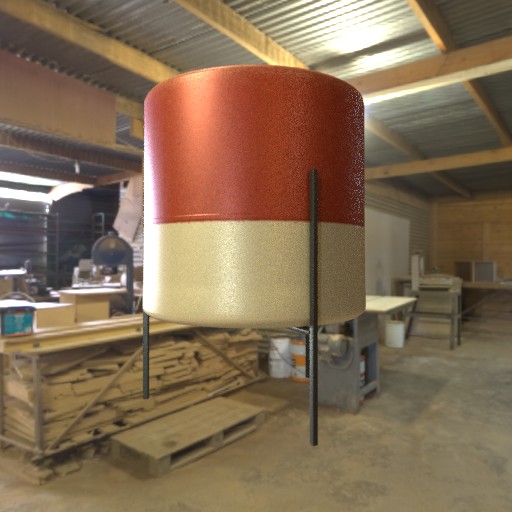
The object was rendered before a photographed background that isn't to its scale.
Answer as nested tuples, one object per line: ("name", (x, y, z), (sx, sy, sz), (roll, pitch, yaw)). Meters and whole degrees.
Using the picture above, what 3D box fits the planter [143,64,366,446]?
("planter", (0.000, 0.000, 0.710), (0.345, 0.465, 0.354), (0, 0, 35))
